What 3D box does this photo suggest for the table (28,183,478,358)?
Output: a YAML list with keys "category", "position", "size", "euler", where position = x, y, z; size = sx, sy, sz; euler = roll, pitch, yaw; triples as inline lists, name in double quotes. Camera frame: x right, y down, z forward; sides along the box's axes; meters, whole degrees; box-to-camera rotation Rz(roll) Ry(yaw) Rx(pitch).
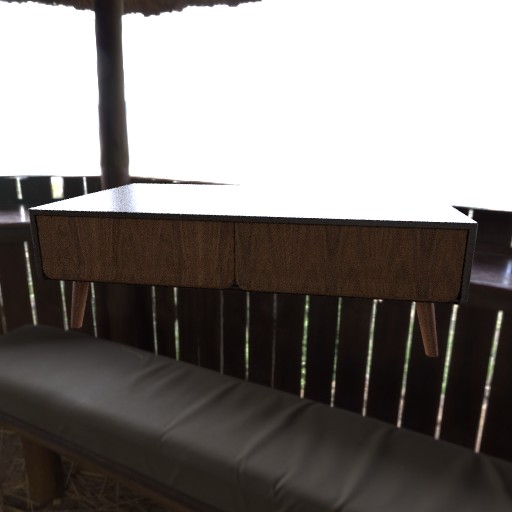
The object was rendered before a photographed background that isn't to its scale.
- category: "table"
  position: [0.000, 0.000, 1.538]
  size: [1.201, 0.404, 0.703]
  euler: [3, 16, 10]
